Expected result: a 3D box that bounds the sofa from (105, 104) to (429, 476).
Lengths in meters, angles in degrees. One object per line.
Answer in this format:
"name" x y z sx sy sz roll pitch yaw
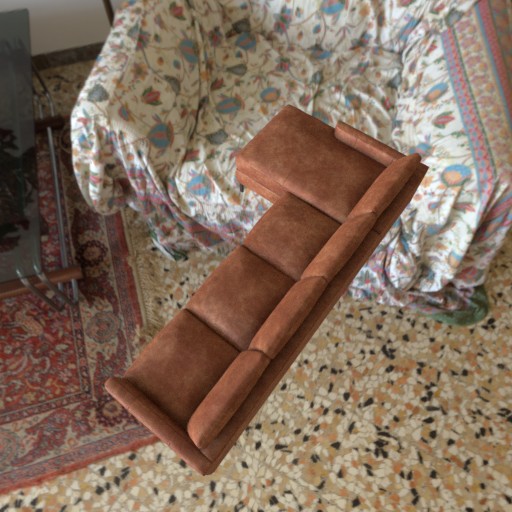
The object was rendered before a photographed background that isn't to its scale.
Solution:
"sofa" 0.000 0.000 3.641 1.471 0.859 2.993 34 68 16
